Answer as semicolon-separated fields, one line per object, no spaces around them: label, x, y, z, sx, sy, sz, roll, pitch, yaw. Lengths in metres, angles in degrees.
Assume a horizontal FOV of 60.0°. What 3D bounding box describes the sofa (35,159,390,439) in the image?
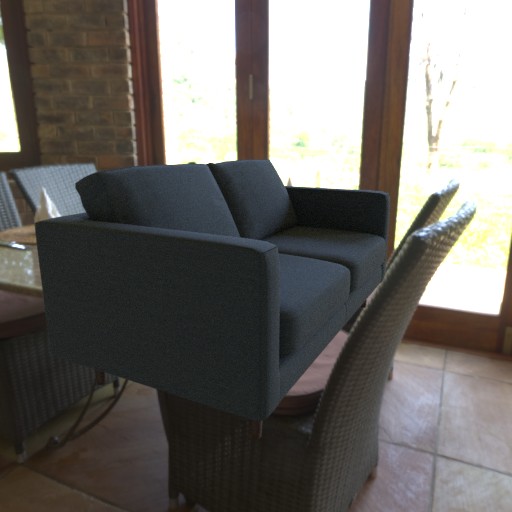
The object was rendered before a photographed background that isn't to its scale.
sofa;0.000;0.000;2.195;0.999;0.907;1.659;8;16;27
